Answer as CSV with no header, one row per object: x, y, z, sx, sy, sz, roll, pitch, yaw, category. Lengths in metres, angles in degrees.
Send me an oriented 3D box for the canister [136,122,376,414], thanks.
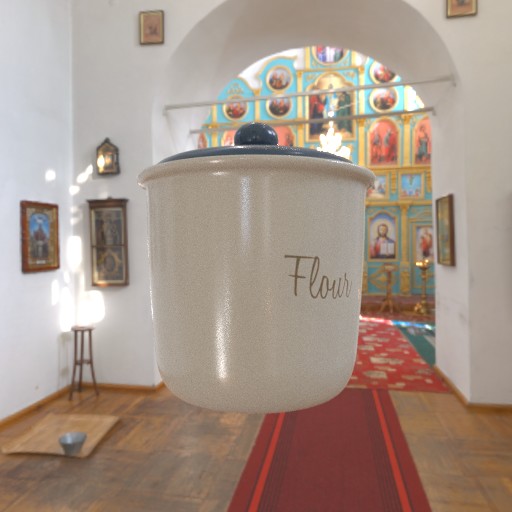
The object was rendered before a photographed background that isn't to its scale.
0.000,0.000,0.349,0.182,0.208,0.182,0,0,0,canister
